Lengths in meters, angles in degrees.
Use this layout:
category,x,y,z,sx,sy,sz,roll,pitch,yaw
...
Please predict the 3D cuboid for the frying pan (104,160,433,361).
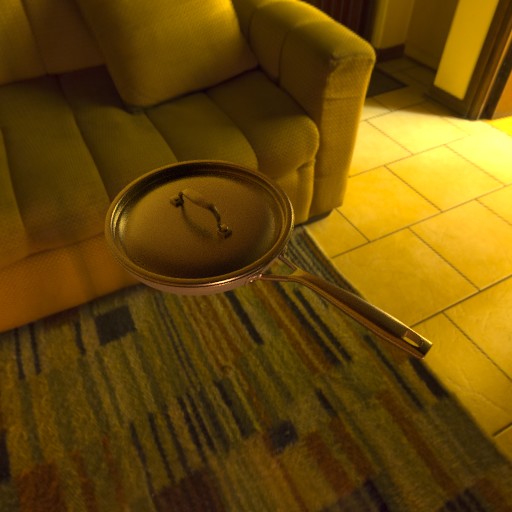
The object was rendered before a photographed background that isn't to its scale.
category,x,y,z,sx,sy,sz,roll,pitch,yaw
frying pan,0.000,0.000,0.601,0.490,0.086,0.272,33,55,27
